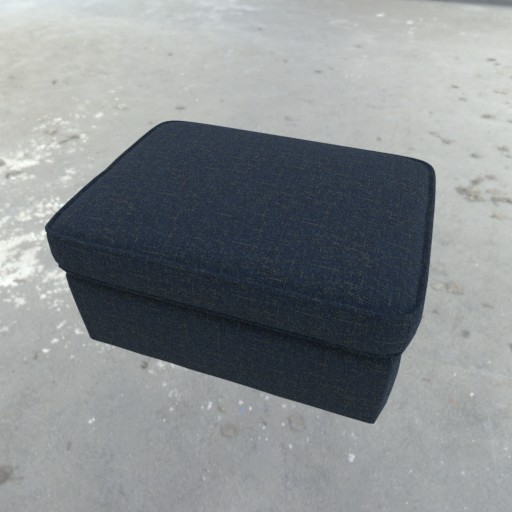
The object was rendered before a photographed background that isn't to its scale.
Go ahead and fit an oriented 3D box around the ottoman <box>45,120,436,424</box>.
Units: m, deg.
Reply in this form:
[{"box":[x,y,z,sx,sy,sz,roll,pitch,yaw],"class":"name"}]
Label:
[{"box":[0.000,0.000,1.087,0.749,0.450,0.549,13,43,14],"class":"ottoman"}]
